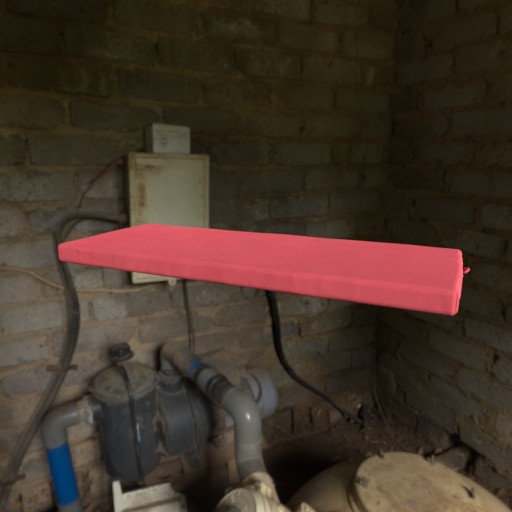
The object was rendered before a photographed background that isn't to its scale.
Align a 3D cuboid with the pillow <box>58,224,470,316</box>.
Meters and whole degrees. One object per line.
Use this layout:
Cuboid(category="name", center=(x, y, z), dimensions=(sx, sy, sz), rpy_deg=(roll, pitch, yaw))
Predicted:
Cuboid(category="pillow", center=(0.000, 0.000, 1.356), dimensions=(1.187, 0.081, 0.492), rpy_deg=(6, 14, 25))
